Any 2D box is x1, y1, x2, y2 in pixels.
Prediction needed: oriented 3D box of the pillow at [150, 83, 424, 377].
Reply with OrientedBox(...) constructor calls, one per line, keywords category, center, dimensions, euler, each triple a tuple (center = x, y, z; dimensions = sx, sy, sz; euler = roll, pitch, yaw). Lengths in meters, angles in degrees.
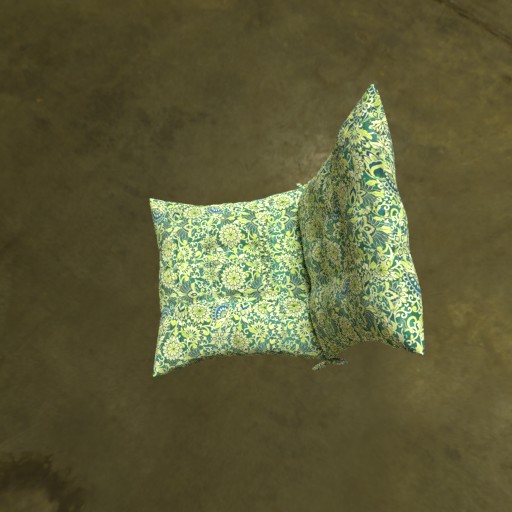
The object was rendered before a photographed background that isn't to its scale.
OrientedBox(category="pillow", center=(0.000, 0.000, 1.022), dimensions=(0.585, 0.536, 0.541), euler=(-5, 76, -1))
